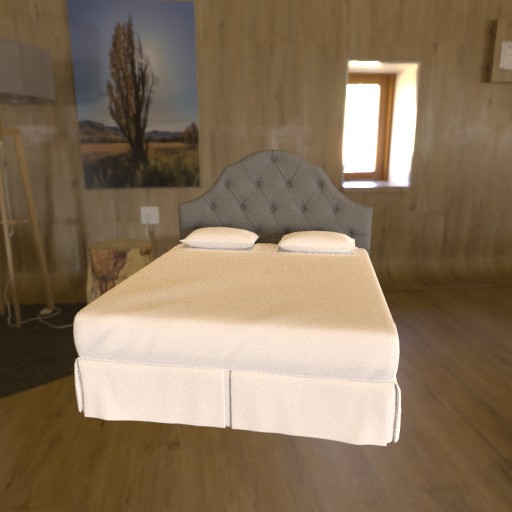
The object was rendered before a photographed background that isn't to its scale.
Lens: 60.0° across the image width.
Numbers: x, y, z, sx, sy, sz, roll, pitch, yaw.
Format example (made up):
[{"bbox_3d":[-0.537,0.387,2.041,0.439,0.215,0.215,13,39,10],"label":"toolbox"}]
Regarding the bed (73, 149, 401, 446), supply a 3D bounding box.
[{"bbox_3d":[0.000,0.000,3.482,2.008,1.615,2.214,2,14,9],"label":"bed"}]
